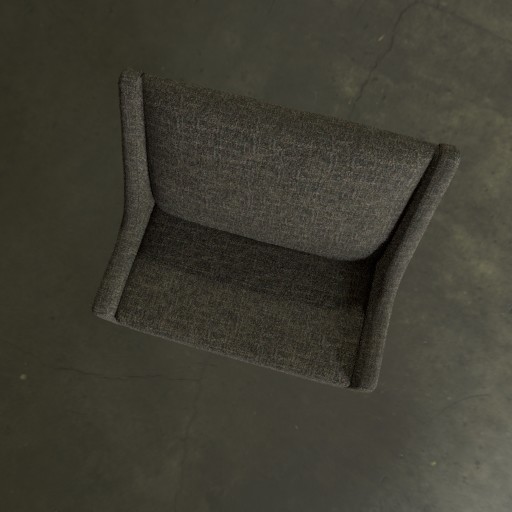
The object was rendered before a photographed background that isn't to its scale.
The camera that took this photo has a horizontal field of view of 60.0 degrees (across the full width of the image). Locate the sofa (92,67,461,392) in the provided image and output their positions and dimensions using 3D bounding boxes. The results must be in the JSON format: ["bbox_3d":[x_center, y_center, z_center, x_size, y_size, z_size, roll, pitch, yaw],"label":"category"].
[{"bbox_3d":[0.000,0.000,1.905,1.242,1.021,0.870,15,75,4],"label":"sofa"}]
